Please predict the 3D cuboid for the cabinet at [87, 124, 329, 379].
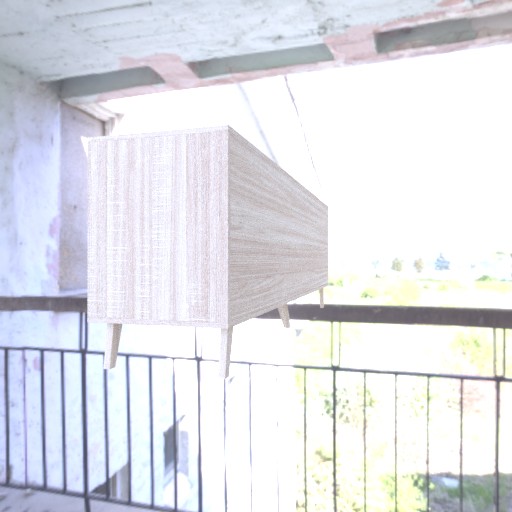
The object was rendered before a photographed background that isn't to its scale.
[{"bbox_3d":[0.000,0.000,2.454,0.500,0.780,2.200,0,0,17],"label":"cabinet"}]
